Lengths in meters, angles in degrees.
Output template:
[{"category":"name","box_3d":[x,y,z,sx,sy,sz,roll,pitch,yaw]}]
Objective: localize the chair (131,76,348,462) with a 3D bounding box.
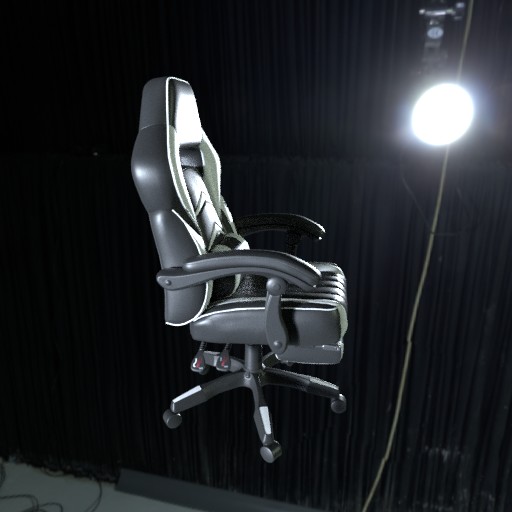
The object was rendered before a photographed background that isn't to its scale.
[{"category":"chair","box_3d":[0.000,0.000,1.596,0.700,1.200,0.676,3,16,9]}]
